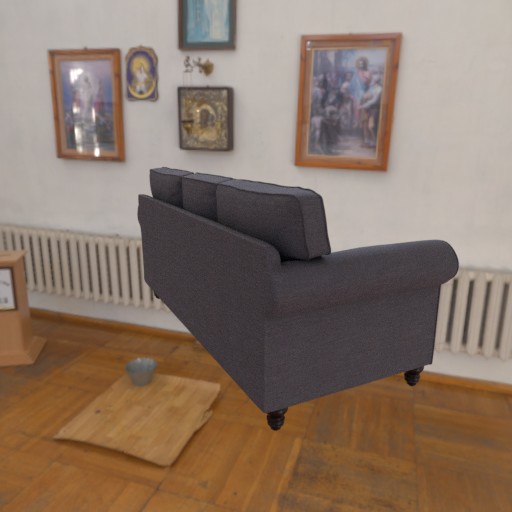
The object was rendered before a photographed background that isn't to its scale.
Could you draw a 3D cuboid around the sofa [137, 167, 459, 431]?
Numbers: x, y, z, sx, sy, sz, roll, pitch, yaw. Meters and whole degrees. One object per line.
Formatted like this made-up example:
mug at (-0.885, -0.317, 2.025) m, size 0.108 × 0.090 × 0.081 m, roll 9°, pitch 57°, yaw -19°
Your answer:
sofa at (0.000, 0.000, 2.597) m, size 0.909 × 0.966 × 2.084 m, roll -7°, pitch 16°, yaw -26°
